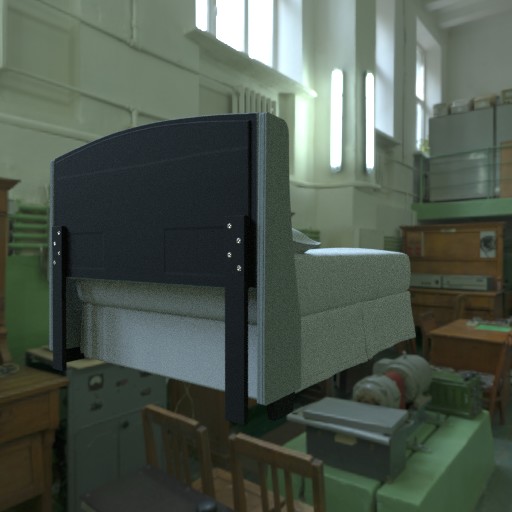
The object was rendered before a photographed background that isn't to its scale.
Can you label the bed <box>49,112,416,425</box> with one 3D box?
[{"bbox_3d":[0.000,0.000,3.229,1.710,1.407,2.237,1,1,36],"label":"bed"}]
